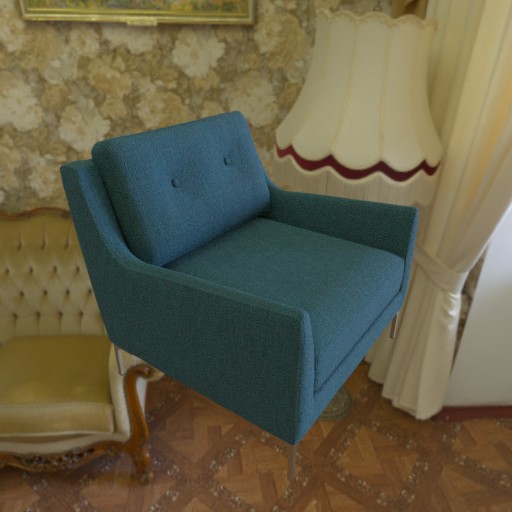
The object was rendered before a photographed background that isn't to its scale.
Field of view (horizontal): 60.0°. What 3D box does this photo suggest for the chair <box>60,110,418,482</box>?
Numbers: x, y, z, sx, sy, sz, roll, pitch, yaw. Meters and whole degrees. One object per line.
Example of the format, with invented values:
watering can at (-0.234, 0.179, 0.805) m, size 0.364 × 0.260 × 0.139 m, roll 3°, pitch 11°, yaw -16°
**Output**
chair at (0.000, 0.000, 1.527) m, size 0.849 × 0.828 × 0.847 m, roll 18°, pitch 33°, yaw 31°
